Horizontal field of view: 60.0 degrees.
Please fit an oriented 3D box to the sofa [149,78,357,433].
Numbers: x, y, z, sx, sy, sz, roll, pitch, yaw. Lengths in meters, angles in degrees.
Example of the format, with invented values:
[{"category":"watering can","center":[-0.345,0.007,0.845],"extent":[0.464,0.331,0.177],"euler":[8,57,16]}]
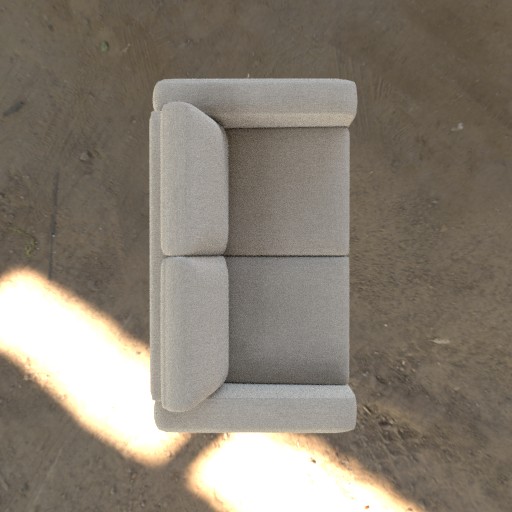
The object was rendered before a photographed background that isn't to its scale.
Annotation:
[{"category":"sofa","center":[0.000,0.000,2.084],"extent":[0.900,0.800,1.540],"euler":[0,90,0]}]
